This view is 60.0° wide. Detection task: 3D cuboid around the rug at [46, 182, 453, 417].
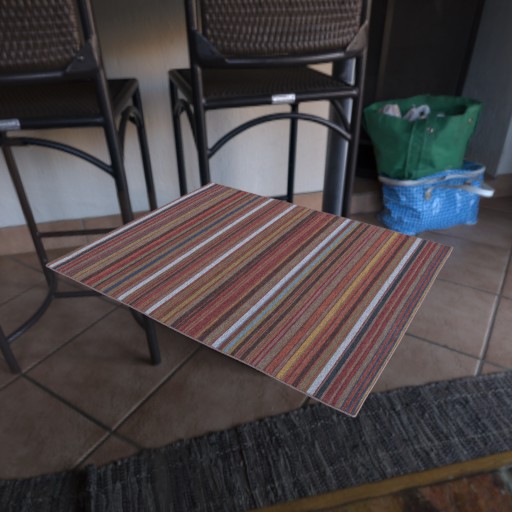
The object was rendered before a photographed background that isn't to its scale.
[{"bbox_3d":[0.000,0.000,4.269,3.092,0.023,2.479,19,36,29],"label":"rug"}]
